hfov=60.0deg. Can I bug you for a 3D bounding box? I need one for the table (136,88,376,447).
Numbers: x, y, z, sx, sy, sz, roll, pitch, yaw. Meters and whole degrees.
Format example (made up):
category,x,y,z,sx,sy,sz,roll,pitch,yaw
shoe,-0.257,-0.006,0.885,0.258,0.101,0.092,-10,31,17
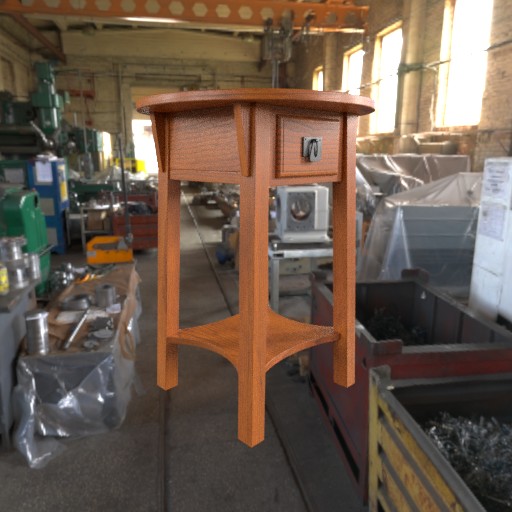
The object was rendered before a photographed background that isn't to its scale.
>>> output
category,x,y,z,sx,sy,sz,roll,pitch,yaw
table,0.000,0.000,0.940,0.457,0.610,0.457,0,13,0
